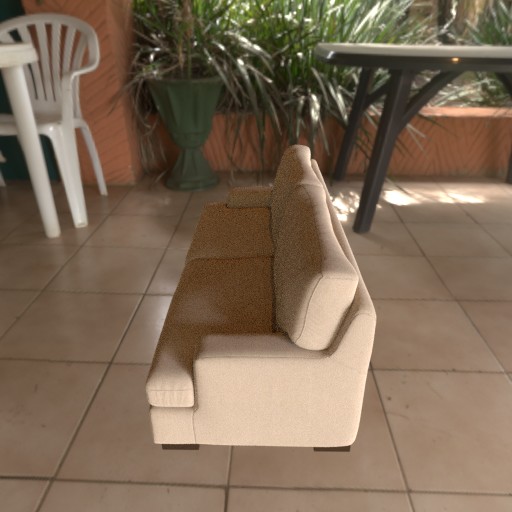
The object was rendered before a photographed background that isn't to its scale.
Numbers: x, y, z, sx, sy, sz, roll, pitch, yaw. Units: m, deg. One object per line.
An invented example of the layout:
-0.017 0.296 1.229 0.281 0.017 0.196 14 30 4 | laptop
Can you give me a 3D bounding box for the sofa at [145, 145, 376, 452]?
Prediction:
0.000 0.000 2.714 0.929 0.925 2.147 0 27 1 | sofa
